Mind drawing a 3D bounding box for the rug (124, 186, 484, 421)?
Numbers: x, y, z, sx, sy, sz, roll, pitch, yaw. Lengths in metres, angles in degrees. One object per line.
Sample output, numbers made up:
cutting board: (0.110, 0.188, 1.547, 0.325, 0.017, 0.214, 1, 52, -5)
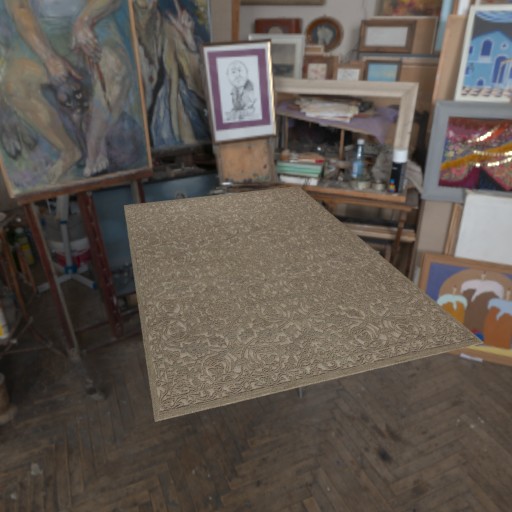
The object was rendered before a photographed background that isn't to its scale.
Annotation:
rug: (0.000, 0.000, 2.274, 1.221, 0.006, 1.827, -9, 30, -15)
